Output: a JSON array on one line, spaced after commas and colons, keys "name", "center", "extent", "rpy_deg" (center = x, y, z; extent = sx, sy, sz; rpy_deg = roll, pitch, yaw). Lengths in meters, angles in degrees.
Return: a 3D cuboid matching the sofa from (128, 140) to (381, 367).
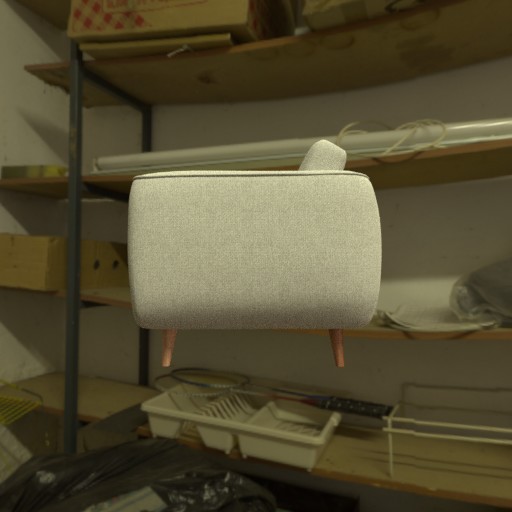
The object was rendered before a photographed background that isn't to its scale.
[{"name": "sofa", "center": [0.000, 0.000, 2.439], "extent": [0.920, 0.850, 2.000], "rpy_deg": [0, -2, 1]}]
